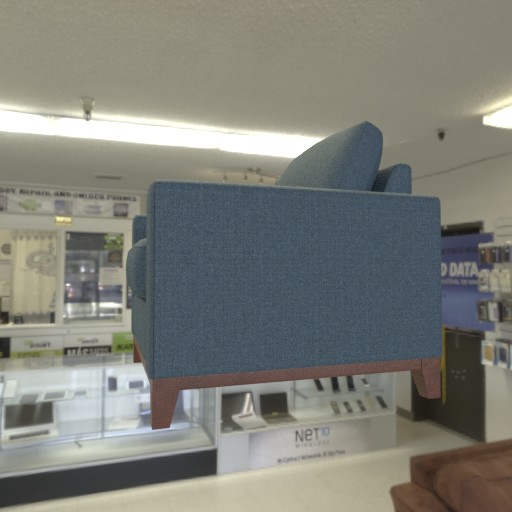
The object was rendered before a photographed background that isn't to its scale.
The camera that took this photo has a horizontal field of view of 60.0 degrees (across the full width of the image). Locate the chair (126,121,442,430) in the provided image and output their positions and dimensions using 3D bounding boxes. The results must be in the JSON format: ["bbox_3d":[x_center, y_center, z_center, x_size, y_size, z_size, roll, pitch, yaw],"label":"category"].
[{"bbox_3d":[0.000,0.000,1.867,1.038,1.010,1.024,1,-2,-18],"label":"chair"}]
